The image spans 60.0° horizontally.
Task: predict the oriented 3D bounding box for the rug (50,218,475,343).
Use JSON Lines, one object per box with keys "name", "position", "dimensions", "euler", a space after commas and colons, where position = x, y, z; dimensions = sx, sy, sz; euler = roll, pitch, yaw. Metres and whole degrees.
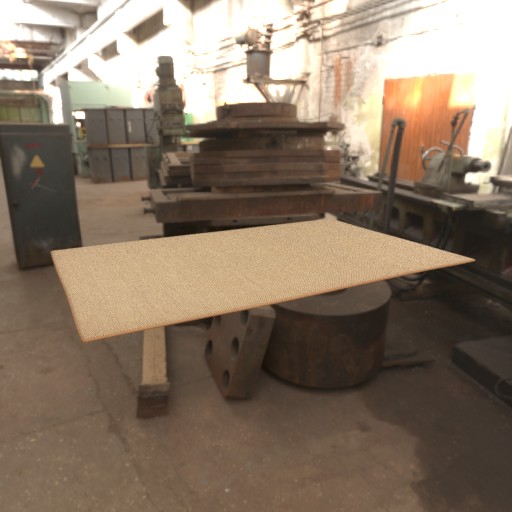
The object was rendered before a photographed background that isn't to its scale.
{"name": "rug", "position": [0.000, 0.000, 2.063], "dimensions": [1.678, 0.013, 1.078], "euler": [-9, 18, -27]}
